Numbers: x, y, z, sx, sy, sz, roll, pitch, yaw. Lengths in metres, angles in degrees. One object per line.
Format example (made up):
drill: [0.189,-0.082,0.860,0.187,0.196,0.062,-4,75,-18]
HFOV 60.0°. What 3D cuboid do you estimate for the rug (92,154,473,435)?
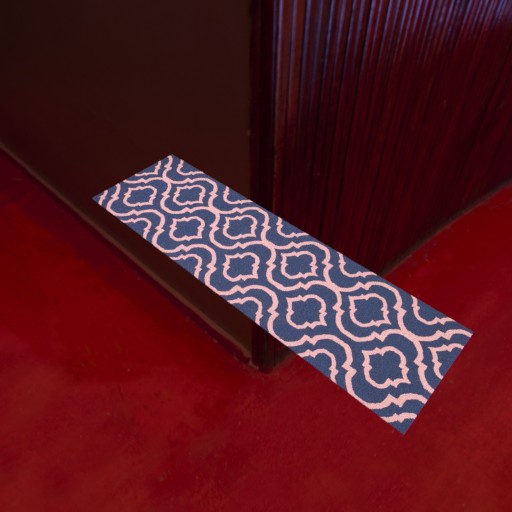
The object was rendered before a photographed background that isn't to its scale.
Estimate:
rug: [0.000,0.000,2.557,2.296,0.006,0.685,34,55,28]
